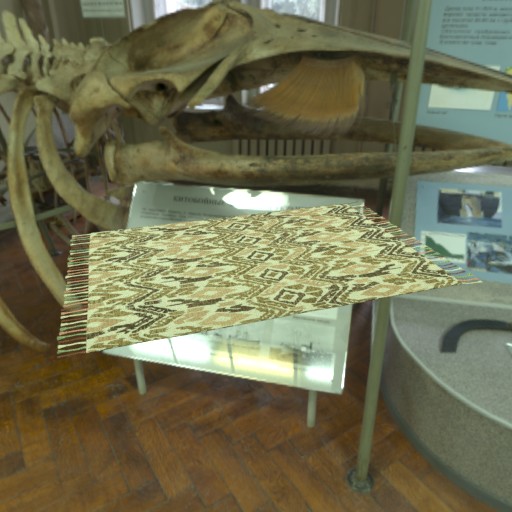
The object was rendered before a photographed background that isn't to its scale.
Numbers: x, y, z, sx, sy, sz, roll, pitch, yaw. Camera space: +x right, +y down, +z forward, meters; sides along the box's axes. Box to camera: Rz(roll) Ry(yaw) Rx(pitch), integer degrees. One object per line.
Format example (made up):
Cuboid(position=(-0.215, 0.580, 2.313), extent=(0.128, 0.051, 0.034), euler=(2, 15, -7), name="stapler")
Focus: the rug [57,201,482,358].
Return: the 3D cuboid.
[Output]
Cuboid(position=(0.000, 0.000, 3.016), extent=(2.438, 0.008, 1.524), euler=(-8, 28, -16), name="rug")
